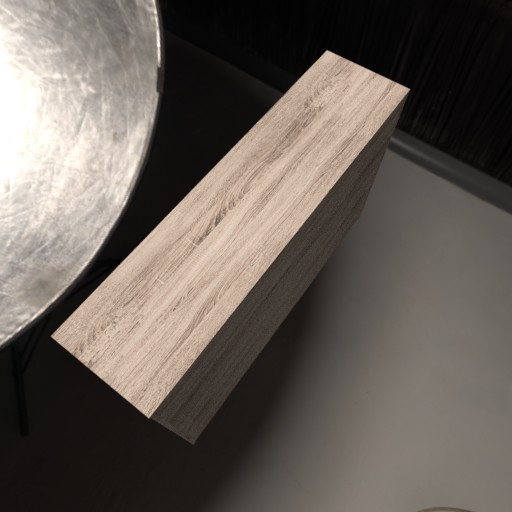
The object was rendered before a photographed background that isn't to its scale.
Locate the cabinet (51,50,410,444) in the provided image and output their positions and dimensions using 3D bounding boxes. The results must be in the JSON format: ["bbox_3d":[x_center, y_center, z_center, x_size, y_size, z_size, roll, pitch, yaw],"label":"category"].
[{"bbox_3d":[0.000,0.000,1.852,0.380,0.900,1.450,33,67,16],"label":"cabinet"}]
